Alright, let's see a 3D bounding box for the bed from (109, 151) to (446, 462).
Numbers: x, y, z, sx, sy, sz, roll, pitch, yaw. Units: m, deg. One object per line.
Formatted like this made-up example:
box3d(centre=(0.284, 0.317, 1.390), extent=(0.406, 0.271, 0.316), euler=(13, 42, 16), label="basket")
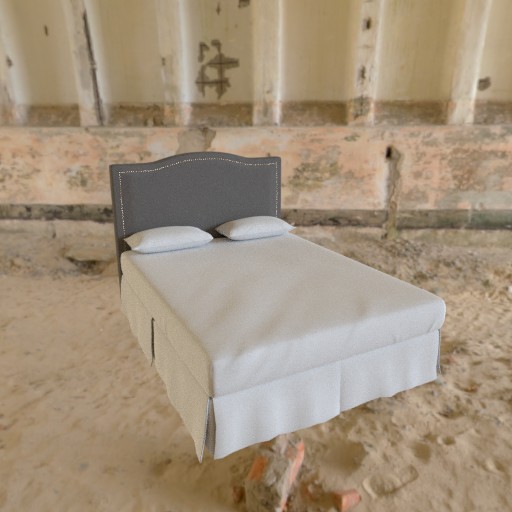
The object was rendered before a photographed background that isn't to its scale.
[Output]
box3d(centre=(0.000, 0.000, 3.452), extent=(1.821, 1.436, 2.282), euler=(-9, 20, -26), label="bed")
